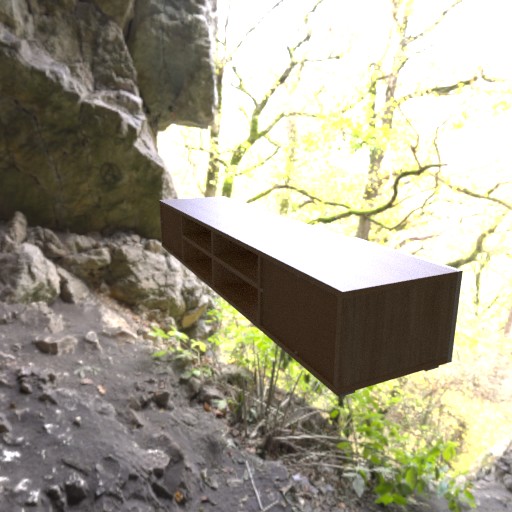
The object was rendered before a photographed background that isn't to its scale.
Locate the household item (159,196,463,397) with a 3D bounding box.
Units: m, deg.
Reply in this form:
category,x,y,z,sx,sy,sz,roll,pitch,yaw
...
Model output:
category,x,y,z,sx,sy,sz,roll,pitch,yaw
household item,0.000,0.000,2.021,0.420,0.310,1.850,-7,16,-25
